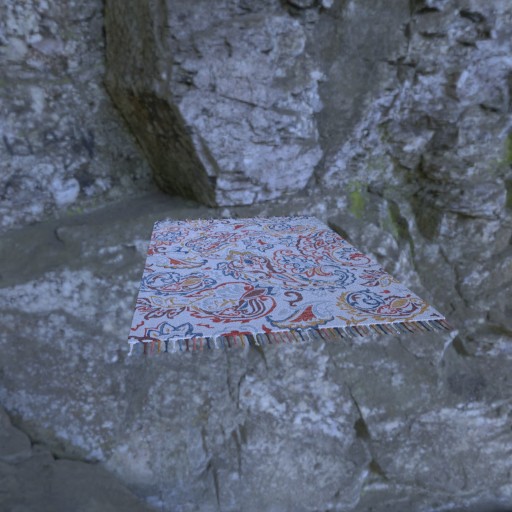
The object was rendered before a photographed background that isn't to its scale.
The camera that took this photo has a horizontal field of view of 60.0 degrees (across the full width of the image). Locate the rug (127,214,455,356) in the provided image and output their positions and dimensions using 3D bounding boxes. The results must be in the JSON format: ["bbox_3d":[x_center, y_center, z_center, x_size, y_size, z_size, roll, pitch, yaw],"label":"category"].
[{"bbox_3d":[0.000,0.000,2.509,1.218,0.010,1.997,-3,18,-9],"label":"rug"}]
